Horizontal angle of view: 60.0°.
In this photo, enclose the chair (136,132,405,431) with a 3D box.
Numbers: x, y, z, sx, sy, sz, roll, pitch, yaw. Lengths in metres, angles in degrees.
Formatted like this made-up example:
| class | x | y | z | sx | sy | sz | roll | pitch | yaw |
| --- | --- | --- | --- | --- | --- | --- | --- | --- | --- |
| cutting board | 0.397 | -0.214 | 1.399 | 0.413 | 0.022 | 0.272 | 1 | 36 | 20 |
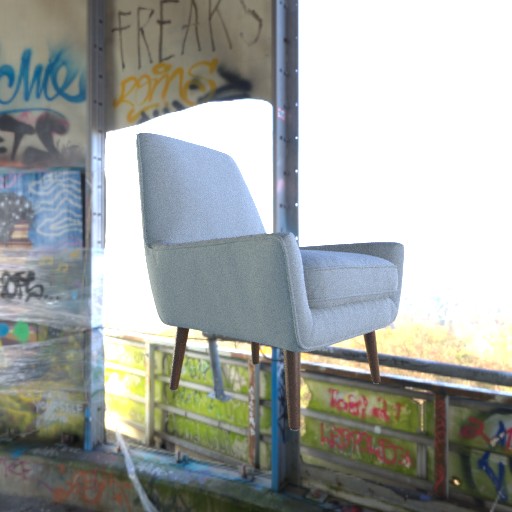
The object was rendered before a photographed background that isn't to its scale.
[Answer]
| class | x | y | z | sx | sy | sz | roll | pitch | yaw |
| --- | --- | --- | --- | --- | --- | --- | --- | --- | --- |
| chair | 0.000 | 0.000 | 1.536 | 0.822 | 0.888 | 0.787 | 0 | 0 | 38 |
